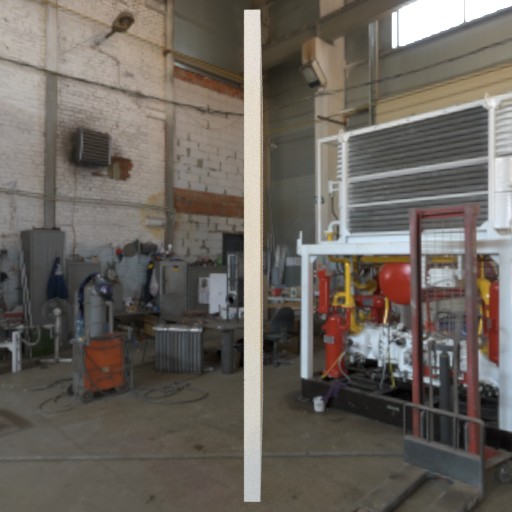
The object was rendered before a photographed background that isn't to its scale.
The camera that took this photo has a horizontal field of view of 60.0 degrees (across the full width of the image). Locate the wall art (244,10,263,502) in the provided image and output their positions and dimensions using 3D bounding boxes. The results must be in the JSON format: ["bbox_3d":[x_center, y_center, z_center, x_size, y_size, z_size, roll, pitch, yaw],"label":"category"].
[{"bbox_3d":[0.000,0.000,1.411,0.038,1.143,0.764,0,0,1],"label":"wall art"}]
